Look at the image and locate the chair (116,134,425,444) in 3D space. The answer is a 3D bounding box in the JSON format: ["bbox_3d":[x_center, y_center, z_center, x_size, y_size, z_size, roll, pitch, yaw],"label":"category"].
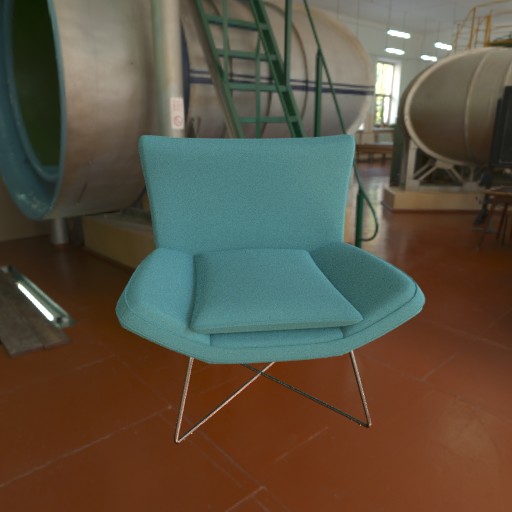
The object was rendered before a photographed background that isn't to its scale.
[{"bbox_3d":[0.000,0.000,1.644,0.859,0.855,1.008,-2,17,-7],"label":"chair"}]
